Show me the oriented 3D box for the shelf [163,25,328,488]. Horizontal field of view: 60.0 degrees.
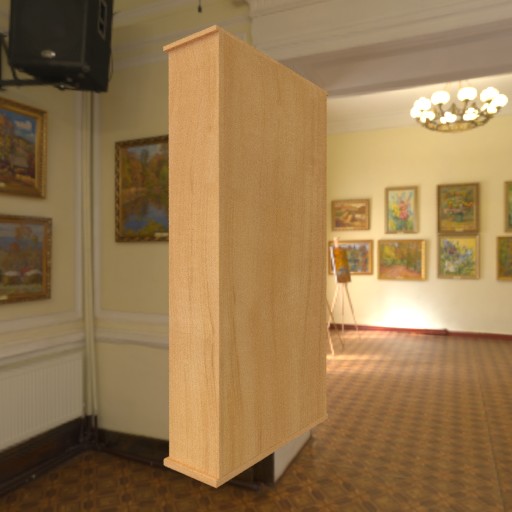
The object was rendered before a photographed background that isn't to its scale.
[{"bbox_3d":[0.000,0.000,1.240,0.175,1.030,0.520,0,1,37],"label":"shelf"}]
